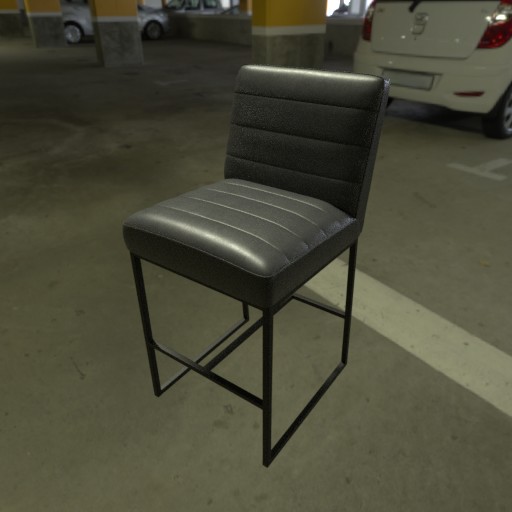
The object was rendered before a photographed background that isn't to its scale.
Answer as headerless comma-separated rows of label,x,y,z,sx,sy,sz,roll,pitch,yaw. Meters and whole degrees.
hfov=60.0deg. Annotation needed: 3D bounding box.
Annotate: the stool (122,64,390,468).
stool,0.000,0.000,1.248,0.457,0.938,0.552,20,35,31
